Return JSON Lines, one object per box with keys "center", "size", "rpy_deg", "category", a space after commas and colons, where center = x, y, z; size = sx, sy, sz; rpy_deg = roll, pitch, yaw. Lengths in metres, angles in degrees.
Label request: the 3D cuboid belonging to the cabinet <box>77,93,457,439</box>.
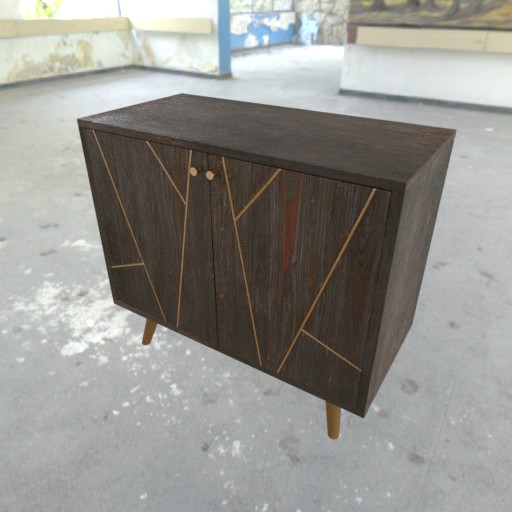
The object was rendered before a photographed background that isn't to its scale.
{"center": [0.000, 0.000, 1.535], "size": [1.023, 0.897, 0.529], "rpy_deg": [18, 35, 28], "category": "cabinet"}
